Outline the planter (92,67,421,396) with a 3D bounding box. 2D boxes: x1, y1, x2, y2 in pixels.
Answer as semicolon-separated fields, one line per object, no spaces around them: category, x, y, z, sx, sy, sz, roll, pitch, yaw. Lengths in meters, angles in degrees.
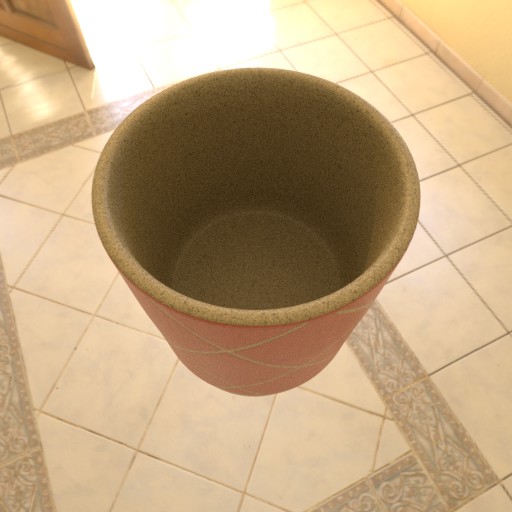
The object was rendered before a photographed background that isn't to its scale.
planter;0.000;0.000;0.410;0.227;0.235;0.227;0;60;0
